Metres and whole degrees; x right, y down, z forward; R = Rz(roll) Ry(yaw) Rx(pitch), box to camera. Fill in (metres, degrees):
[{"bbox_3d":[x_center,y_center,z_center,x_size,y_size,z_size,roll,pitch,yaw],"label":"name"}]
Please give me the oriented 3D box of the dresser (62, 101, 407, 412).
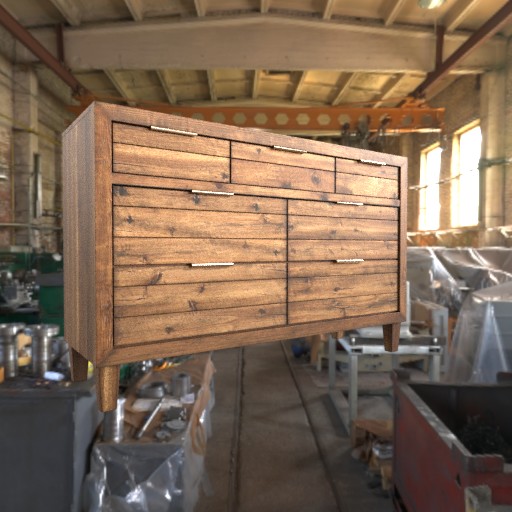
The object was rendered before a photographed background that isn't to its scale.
[{"bbox_3d":[0.000,0.000,1.814,1.387,0.892,0.438,-1,1,-35],"label":"dresser"}]
